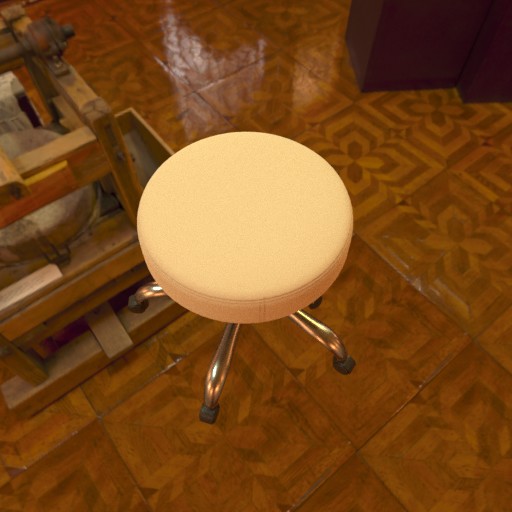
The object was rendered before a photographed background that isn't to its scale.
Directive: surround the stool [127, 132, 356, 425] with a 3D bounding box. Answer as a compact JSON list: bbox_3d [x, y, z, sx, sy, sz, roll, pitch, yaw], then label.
[{"bbox_3d":[0.000,0.000,1.059,0.614,0.482,0.634,-32,63,-18],"label":"stool"}]
